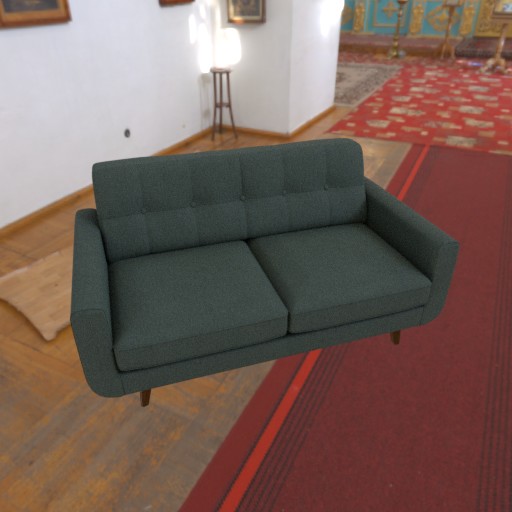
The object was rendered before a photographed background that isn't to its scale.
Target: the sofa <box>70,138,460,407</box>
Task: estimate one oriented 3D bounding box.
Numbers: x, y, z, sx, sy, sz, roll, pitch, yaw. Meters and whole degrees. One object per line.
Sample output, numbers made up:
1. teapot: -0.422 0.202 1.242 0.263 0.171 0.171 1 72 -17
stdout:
1. sofa: 0.000 0.000 2.155 1.631 0.841 0.909 -10 33 -15
